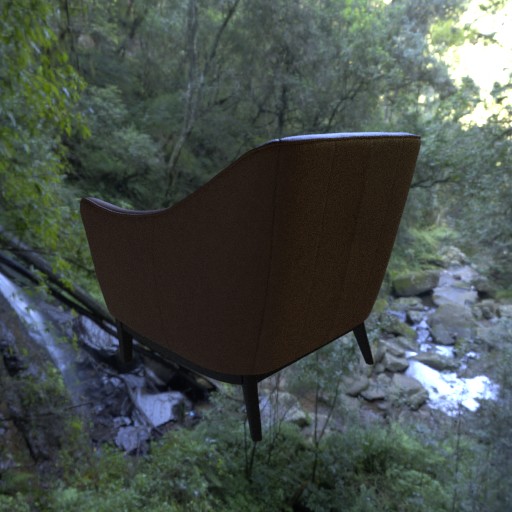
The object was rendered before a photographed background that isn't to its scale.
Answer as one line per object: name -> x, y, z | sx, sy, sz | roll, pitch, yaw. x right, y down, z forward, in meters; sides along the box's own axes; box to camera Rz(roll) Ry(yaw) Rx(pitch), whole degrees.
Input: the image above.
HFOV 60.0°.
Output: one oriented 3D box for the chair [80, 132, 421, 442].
chair -> 0.000, 0.000, 1.531 | 0.871, 0.830, 0.852 | -16, 23, -42
